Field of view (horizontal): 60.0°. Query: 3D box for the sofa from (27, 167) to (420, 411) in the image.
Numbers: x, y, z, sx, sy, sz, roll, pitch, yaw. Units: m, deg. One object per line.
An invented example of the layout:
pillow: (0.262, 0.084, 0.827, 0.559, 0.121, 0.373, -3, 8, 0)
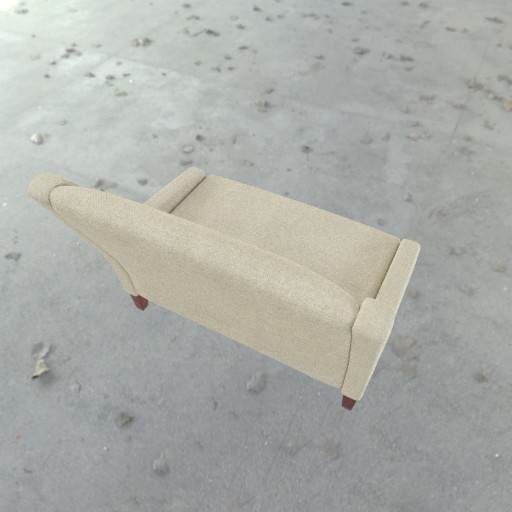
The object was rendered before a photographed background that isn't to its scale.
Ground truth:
sofa: (0.000, 0.000, 1.869, 1.212, 0.976, 0.946, 21, 51, 19)
